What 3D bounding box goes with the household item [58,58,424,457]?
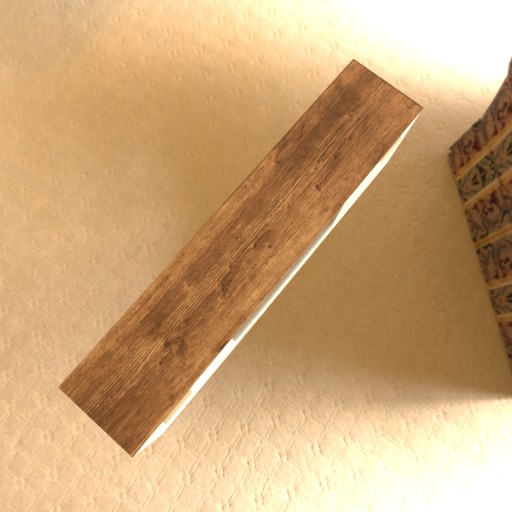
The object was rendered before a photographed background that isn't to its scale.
[{"bbox_3d":[0.000,0.000,2.053,0.390,0.615,1.800,39,80,8],"label":"household item"}]
